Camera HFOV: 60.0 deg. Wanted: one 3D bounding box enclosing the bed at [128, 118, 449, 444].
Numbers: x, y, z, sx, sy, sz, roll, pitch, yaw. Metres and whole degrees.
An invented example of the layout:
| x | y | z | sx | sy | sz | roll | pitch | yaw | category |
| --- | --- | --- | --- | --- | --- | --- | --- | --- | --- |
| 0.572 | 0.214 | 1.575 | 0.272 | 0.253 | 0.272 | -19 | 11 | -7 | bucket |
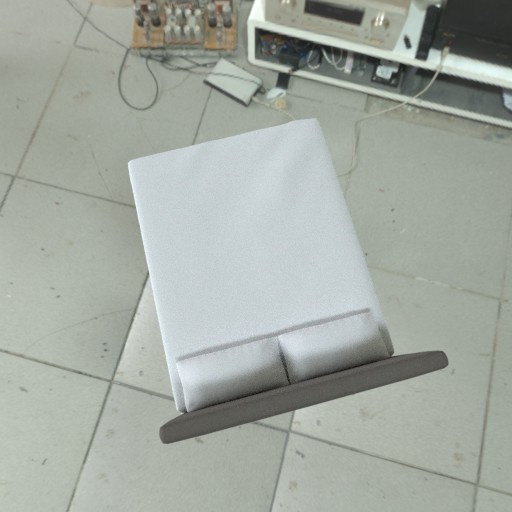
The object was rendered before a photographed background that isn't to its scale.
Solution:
| x | y | z | sx | sy | sz | roll | pitch | yaw | category |
| --- | --- | --- | --- | --- | --- | --- | --- | --- | --- |
| 0.000 | 0.000 | 3.293 | 1.723 | 1.330 | 2.142 | -14 | 75 | -4 | bed |
